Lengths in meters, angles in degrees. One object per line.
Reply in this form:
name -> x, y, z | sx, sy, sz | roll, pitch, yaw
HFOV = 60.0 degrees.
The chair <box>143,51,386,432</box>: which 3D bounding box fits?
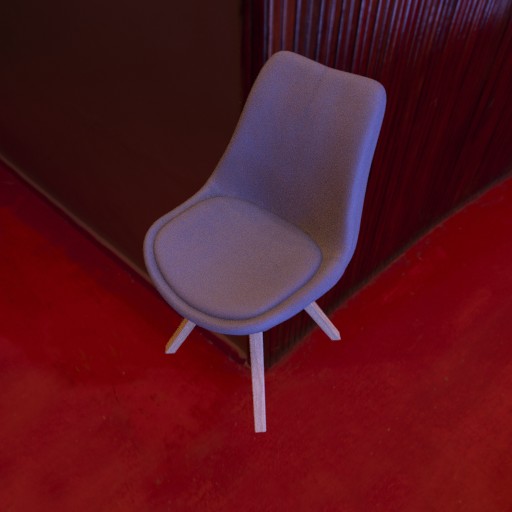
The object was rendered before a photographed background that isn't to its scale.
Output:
chair -> 0.000, 0.000, 1.194 | 0.483, 0.865, 0.547 | 32, 54, 27
